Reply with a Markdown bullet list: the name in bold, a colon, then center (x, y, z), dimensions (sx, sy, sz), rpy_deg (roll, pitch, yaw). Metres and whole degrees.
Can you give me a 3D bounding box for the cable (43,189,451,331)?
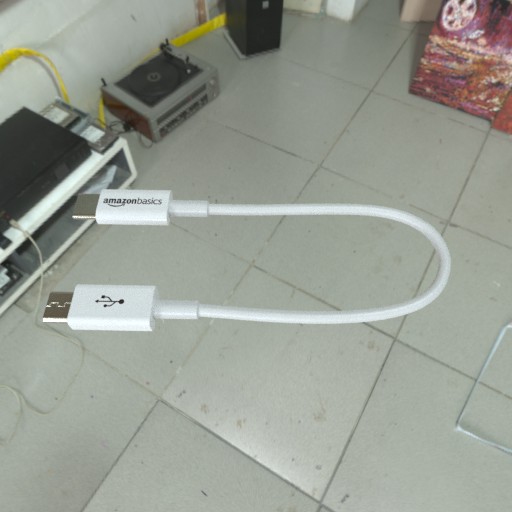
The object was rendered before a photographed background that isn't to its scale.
- **cable**: center (0.000, 0.000, 0.113), dimensions (0.098, 0.006, 0.040), rpy_deg (1, 59, 1)
